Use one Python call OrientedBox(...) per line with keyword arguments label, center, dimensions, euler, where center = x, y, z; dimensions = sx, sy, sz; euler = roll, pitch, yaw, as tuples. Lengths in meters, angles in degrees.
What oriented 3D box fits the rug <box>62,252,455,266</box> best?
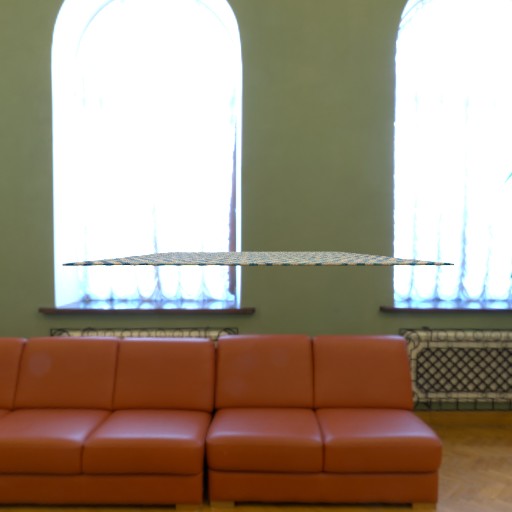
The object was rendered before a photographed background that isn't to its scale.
OrientedBox(label="rug", center=(0.000, 0.000, 2.289), dimensions=(1.225, 0.008, 1.830), euler=(0, 2, -1))
